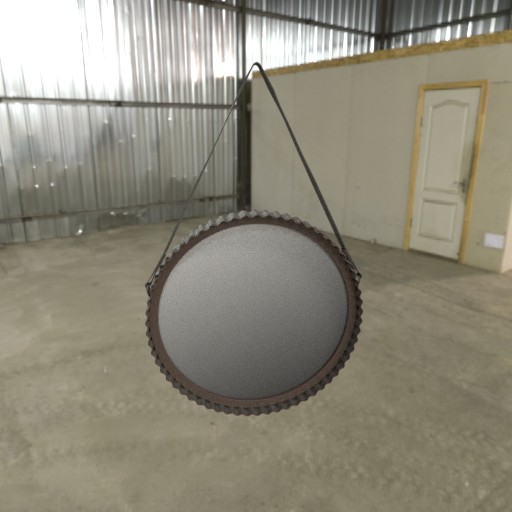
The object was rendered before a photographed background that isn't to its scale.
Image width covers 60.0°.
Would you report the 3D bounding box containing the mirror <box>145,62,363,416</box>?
[{"bbox_3d":[0.000,0.000,0.705,0.355,0.568,0.042,-2,17,-8],"label":"mirror"}]
